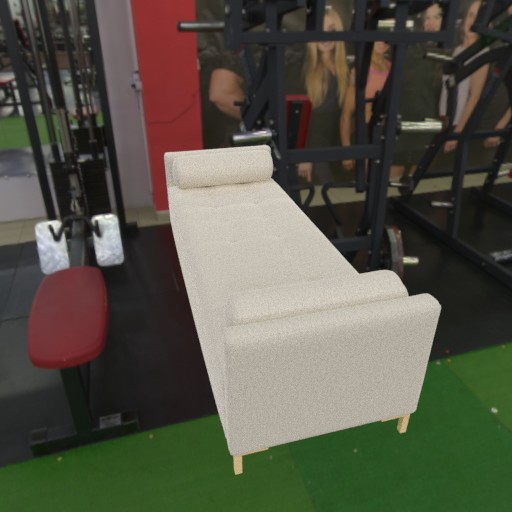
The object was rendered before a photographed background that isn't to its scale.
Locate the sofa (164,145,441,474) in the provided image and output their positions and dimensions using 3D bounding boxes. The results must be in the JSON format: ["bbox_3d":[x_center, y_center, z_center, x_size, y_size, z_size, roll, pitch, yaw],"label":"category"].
[{"bbox_3d":[0.000,0.000,2.329,0.746,0.641,1.985,-8,30,-13],"label":"sofa"}]
